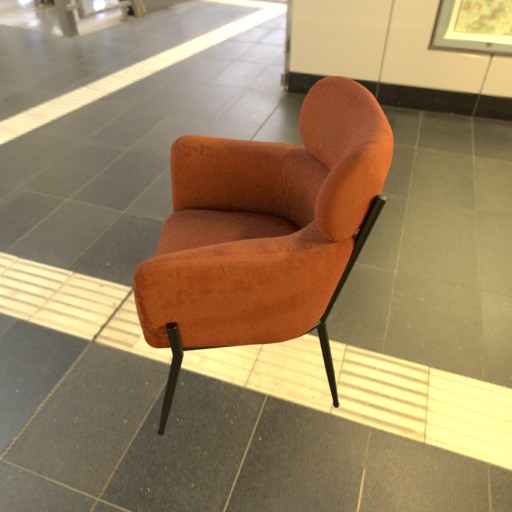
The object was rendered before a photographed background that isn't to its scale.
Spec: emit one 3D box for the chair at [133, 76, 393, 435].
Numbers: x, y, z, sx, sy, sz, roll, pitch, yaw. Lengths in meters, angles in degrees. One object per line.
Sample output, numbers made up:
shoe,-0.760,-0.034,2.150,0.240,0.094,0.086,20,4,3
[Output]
chair,0.000,0.000,1.105,0.523,0.772,0.561,0,41,0
